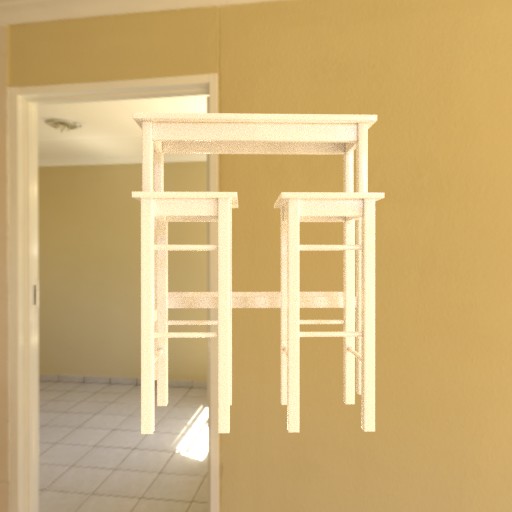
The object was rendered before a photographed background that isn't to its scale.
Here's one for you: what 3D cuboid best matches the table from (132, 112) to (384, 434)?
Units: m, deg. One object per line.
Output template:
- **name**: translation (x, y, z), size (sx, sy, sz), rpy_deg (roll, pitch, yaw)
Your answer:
- **table**: translation (0.000, 0.000, 1.644), size (0.915, 1.065, 0.650), rpy_deg (0, 0, -2)
